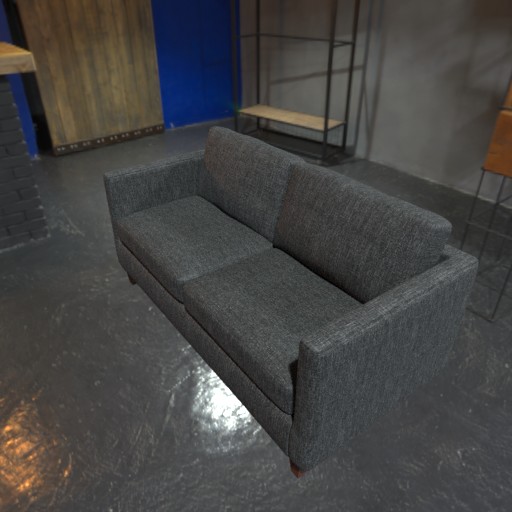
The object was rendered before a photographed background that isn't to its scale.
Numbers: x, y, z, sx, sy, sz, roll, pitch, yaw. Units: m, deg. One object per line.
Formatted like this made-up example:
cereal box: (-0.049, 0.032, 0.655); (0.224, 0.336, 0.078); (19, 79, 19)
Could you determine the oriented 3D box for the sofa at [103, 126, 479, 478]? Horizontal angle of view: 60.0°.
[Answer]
sofa: (0.000, 0.000, 2.361); (0.950, 0.963, 1.884); (-22, 38, -30)
